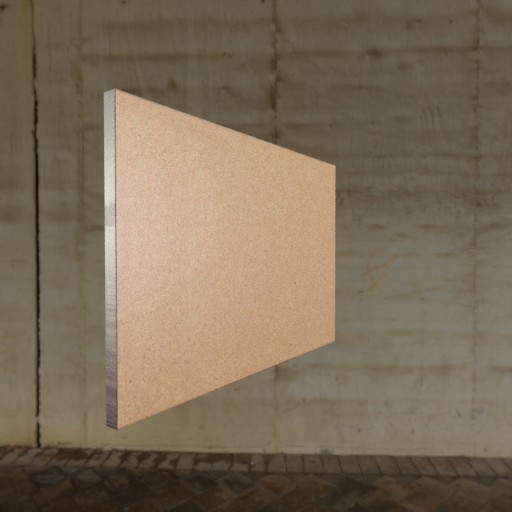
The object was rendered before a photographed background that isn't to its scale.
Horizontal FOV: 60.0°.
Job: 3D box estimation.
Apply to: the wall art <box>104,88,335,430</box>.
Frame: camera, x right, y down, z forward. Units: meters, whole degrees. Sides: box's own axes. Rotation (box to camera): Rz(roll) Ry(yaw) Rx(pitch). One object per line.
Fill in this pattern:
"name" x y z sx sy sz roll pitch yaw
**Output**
"wall art" 0.000 0.000 0.788 0.021 0.410 0.615 1 1 35
